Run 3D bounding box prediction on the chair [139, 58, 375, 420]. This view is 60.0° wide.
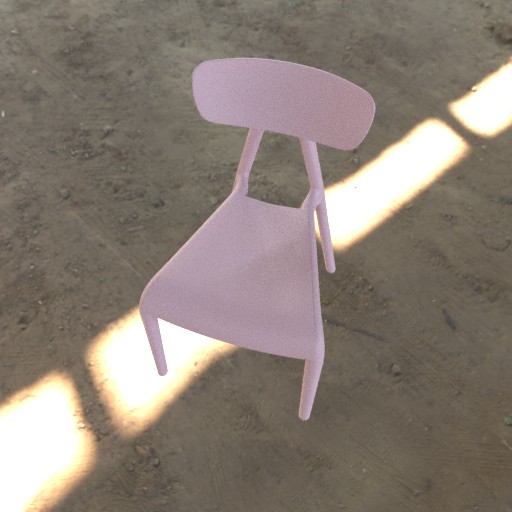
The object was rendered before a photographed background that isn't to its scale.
[{"bbox_3d":[0.000,0.000,0.841,0.356,0.580,0.401,14,59,9],"label":"chair"}]
